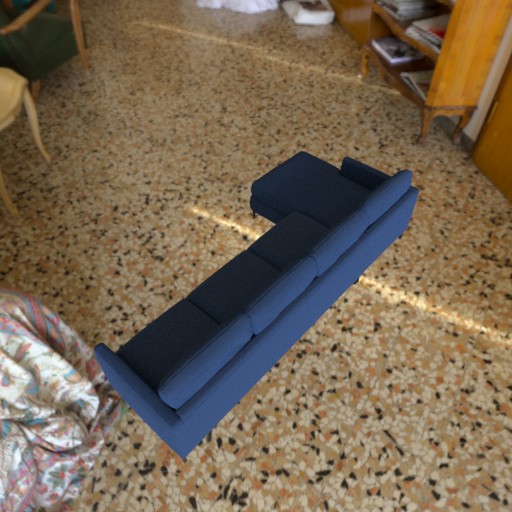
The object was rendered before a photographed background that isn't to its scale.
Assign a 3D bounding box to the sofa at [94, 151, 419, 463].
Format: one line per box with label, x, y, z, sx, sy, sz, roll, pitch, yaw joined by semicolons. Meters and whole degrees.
sofa;0.000;0.000;3.041;1.128;0.679;2.450;33;55;27
